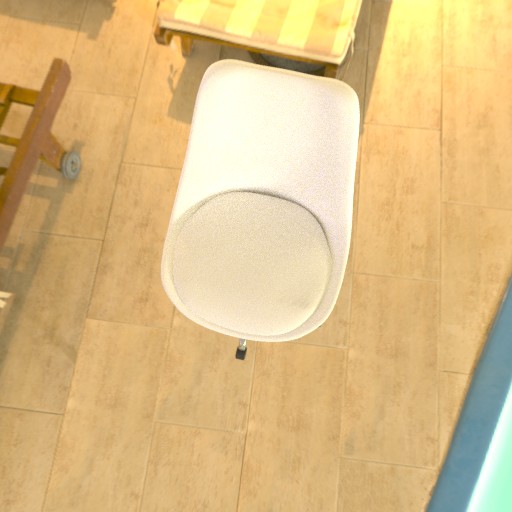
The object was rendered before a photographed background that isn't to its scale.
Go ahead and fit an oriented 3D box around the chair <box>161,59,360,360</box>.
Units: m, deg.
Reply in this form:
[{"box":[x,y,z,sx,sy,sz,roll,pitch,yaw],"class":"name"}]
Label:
[{"box":[0.000,0.000,1.259,0.550,0.930,0.550,12,75,3],"class":"chair"}]
